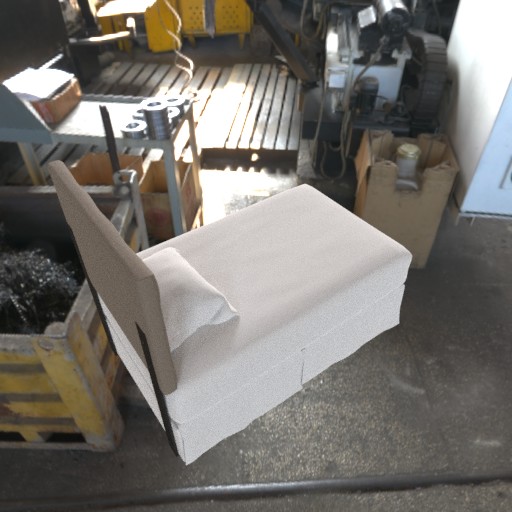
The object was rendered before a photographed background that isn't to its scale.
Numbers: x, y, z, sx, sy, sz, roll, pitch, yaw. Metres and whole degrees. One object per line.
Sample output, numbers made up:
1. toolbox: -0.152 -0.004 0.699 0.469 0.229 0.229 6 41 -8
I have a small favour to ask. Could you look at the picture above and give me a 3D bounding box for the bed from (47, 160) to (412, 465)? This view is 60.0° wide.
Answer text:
1. bed: 0.000 0.000 2.986 1.997 1.571 1.261 -26 48 -26
